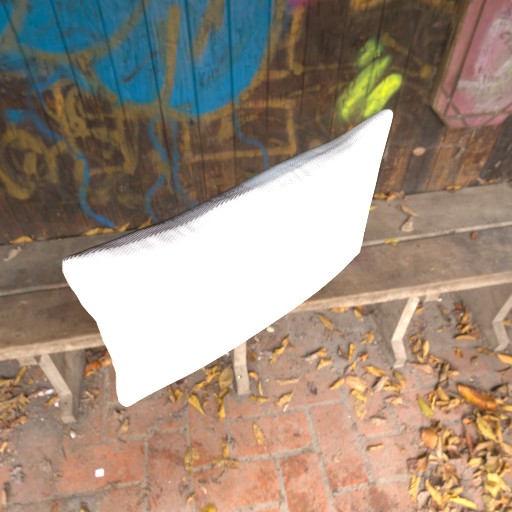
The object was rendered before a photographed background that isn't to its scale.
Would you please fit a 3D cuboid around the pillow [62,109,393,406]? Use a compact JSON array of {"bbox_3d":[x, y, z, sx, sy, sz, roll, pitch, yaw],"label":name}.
[{"bbox_3d":[0.000,0.000,0.648,0.506,0.305,0.139,-30,54,-25],"label":"pillow"}]
